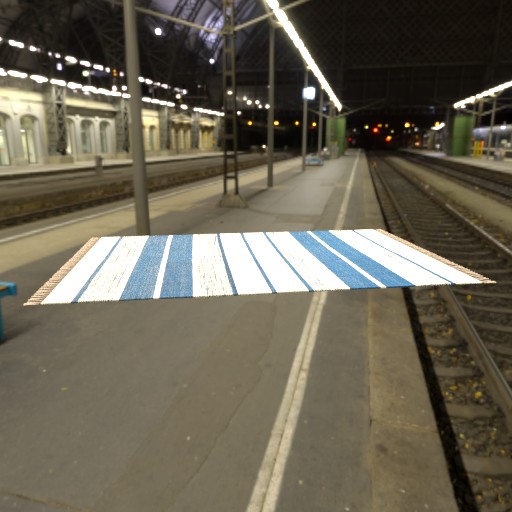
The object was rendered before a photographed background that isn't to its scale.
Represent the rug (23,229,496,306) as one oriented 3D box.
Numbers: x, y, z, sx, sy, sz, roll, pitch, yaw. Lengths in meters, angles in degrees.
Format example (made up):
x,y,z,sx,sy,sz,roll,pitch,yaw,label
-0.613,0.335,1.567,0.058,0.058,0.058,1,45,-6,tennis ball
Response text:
x,y,z,sx,sy,sz,roll,pitch,yaw,label
0.000,0.000,2.992,2.441,0.010,1.532,-2,15,-8,rug
